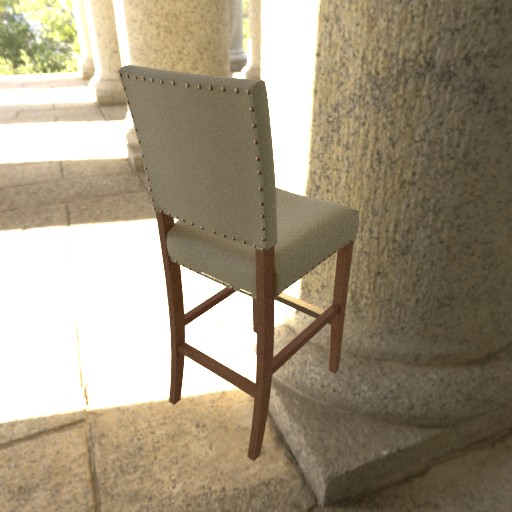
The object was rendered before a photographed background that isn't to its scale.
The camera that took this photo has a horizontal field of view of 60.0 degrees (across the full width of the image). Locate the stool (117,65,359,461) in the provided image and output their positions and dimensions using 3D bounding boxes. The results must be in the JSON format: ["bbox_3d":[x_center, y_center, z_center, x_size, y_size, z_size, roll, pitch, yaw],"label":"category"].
[{"bbox_3d":[0.000,0.000,1.449,0.445,1.168,0.584,21,36,33],"label":"stool"}]
